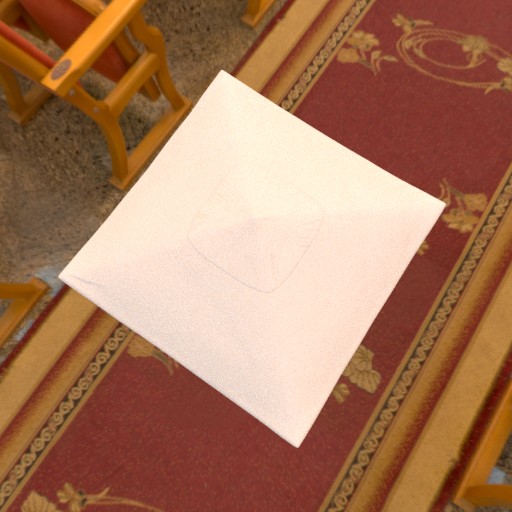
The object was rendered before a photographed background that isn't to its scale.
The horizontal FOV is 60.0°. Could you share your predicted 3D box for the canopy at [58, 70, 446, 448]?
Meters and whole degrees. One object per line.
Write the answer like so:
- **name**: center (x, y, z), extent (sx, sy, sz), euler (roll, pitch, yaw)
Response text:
- **canopy**: center (0.000, 0.000, 5.421), extent (2.998, 2.997, 2.996), euler (33, 79, 7)
